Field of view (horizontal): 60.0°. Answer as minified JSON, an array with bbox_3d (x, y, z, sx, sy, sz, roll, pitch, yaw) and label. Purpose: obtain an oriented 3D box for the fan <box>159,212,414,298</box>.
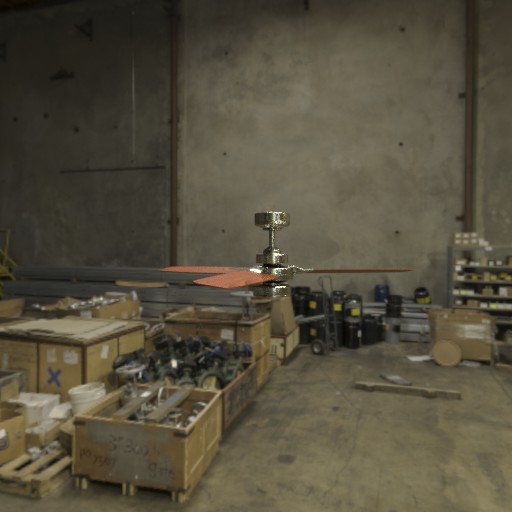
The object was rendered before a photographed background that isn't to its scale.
[{"bbox_3d":[0.000,0.000,2.039,1.416,0.410,1.271,0,1,17],"label":"fan"}]
